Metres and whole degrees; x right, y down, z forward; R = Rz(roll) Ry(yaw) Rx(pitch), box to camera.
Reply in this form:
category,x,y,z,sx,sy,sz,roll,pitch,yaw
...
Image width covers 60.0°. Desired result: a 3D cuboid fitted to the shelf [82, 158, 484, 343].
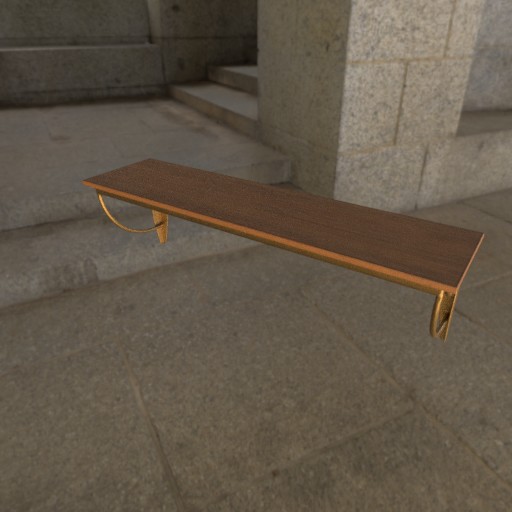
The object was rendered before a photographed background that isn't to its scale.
category,x,y,z,sx,sy,sz,roll,pitch,yaw
shelf,0.000,0.000,0.742,0.636,0.190,0.166,18,33,29
